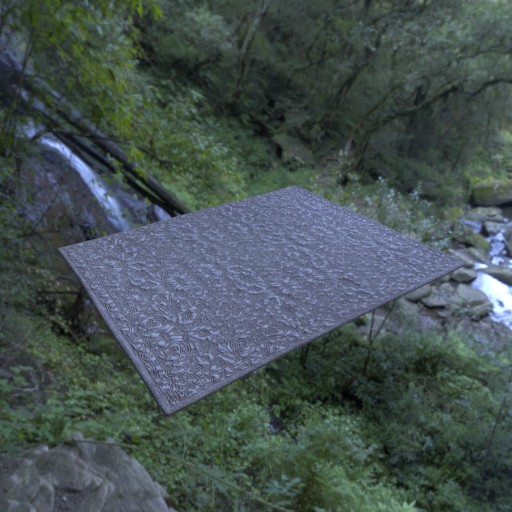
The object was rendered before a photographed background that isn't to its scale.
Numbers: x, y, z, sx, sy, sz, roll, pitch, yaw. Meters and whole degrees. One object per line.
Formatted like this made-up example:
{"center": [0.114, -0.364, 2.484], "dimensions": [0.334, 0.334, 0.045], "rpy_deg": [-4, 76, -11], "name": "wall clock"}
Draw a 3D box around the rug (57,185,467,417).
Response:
{"center": [0.000, 0.000, 4.185], "dimensions": [3.017, 0.035, 2.472], "rpy_deg": [-19, 35, -30], "name": "rug"}
